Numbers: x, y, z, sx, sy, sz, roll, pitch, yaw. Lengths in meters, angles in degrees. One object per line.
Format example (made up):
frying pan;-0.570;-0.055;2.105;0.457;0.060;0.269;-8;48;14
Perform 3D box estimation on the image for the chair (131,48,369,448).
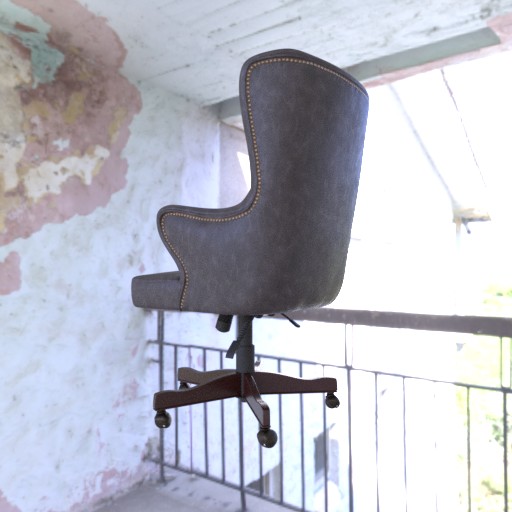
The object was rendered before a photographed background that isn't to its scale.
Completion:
chair;0.000;0.000;1.466;0.717;1.037;0.594;-1;-1;36
